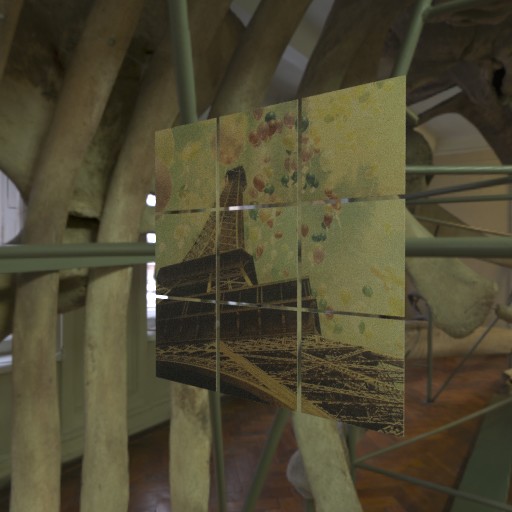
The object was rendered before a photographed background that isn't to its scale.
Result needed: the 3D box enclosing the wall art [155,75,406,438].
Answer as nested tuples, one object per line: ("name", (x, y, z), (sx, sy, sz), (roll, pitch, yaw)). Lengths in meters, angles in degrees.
("wall art", (0.000, 0.000, 2.280), (1.517, 1.505, 0.002), (1, 1, 36))
